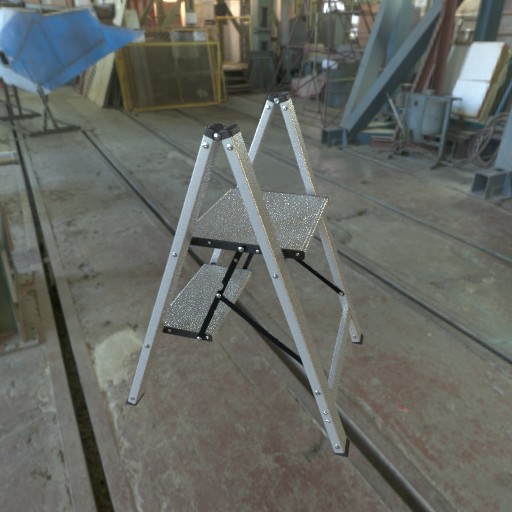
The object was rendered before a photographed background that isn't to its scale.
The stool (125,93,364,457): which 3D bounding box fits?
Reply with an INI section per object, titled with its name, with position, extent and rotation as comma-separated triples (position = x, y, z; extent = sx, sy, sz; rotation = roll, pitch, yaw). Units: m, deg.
[stool]
position = 0.000, 0.000, 1.039
extent = 0.535, 0.670, 0.440
rotation = 8, 28, 15
